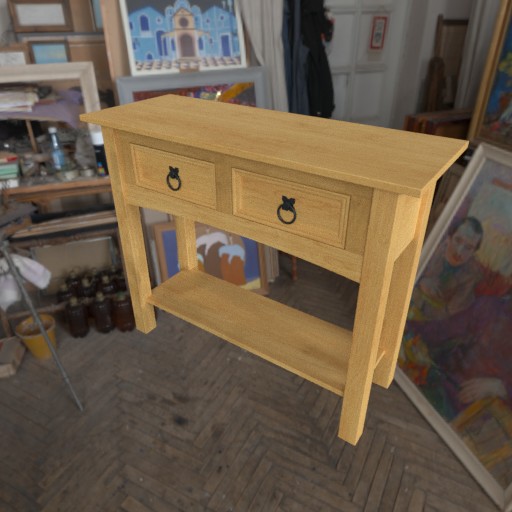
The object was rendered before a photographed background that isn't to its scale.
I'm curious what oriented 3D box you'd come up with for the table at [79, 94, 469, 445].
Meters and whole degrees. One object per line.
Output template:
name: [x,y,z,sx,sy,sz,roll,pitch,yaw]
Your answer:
table: [0.000,0.000,1.255,0.900,0.728,0.340,19,36,29]
